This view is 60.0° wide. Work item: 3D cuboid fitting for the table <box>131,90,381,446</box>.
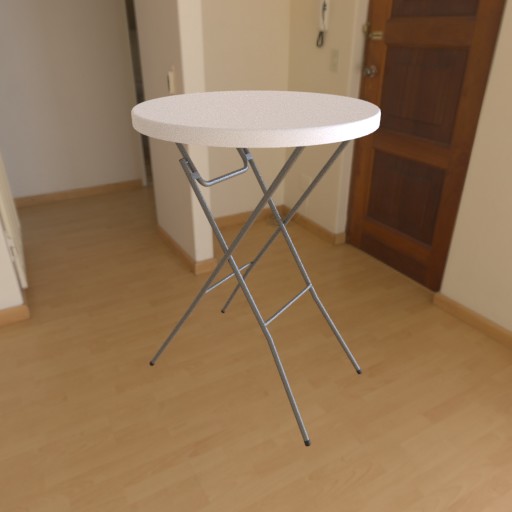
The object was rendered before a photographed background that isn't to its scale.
[{"bbox_3d":[0.000,0.000,1.697,0.795,1.105,0.792,18,32,31],"label":"table"}]
